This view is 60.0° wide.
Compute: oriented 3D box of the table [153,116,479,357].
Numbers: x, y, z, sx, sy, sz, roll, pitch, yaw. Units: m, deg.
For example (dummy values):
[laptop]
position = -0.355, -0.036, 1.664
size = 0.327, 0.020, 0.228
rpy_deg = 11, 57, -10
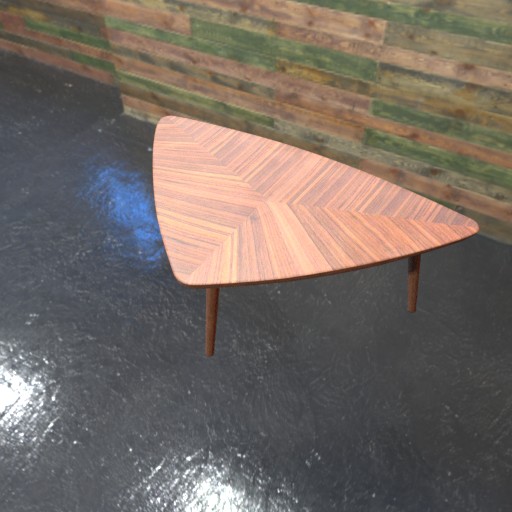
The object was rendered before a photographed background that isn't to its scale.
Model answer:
[table]
position = 0.000, 0.000, 1.268
size = 1.008, 0.365, 0.601
rpy_deg = 25, 51, 22
